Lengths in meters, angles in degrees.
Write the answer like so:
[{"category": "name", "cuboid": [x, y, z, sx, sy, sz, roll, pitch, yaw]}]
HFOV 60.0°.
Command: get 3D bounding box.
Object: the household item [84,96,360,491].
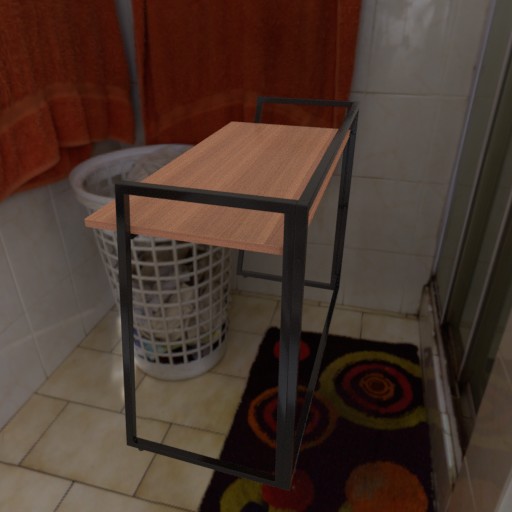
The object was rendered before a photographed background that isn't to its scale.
[{"category": "household item", "cuboid": [0.000, 0.000, 1.514, 0.510, 0.860, 1.050, 8, 31, 14]}]
